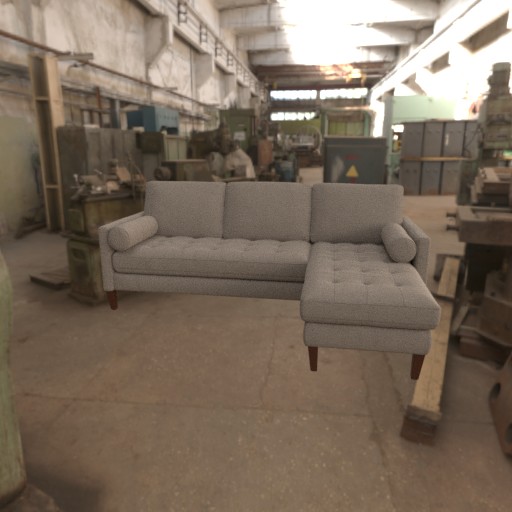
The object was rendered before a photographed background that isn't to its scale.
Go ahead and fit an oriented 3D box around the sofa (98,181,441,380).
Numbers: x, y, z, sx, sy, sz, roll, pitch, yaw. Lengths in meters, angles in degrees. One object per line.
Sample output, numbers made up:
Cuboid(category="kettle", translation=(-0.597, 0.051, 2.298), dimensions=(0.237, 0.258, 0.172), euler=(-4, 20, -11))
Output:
Cuboid(category="sofa", translation=(0.000, 0.000, 2.950), dimensions=(2.178, 0.875, 1.506), euler=(2, 15, 9))
